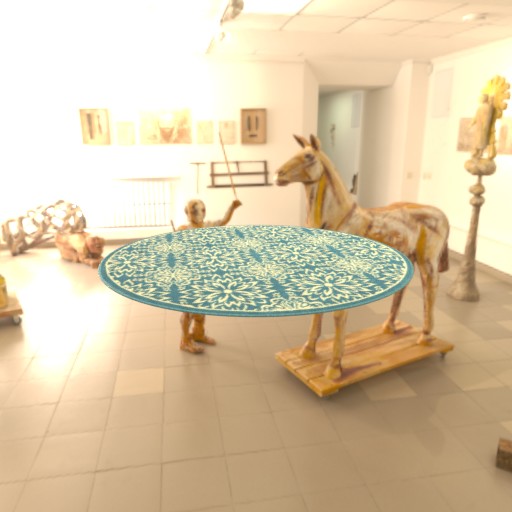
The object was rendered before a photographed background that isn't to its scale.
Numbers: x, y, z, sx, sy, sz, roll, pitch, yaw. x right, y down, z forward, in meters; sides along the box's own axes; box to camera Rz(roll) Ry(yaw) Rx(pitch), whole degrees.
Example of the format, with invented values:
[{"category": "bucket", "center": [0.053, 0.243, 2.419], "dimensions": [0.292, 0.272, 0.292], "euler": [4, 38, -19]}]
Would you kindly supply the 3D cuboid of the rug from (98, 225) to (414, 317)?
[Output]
[{"category": "rug", "center": [0.000, 0.000, 2.361], "dimensions": [1.593, 0.012, 1.593], "euler": [0, 16, 0]}]
